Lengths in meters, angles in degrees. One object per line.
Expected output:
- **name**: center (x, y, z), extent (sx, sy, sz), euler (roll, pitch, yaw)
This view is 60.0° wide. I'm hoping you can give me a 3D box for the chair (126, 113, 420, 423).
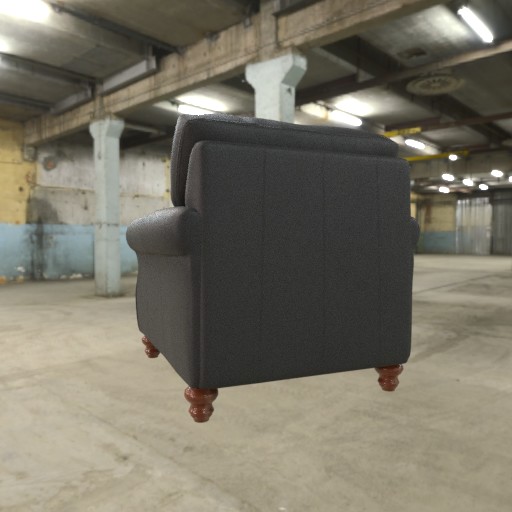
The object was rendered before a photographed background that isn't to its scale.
- **chair**: center (0.000, 0.000, 1.835), extent (1.015, 0.960, 1.027), euler (-1, 2, -18)
